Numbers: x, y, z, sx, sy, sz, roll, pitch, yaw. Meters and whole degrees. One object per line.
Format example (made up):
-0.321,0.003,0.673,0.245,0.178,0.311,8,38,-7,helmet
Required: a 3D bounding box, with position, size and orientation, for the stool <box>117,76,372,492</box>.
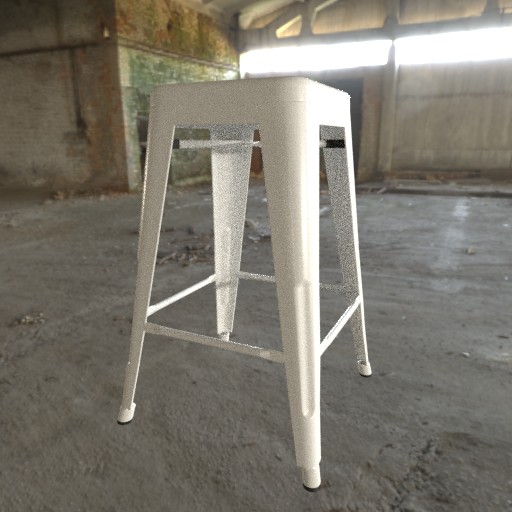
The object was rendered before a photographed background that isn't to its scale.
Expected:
0.000,0.000,0.861,0.406,0.610,0.406,7,16,25,stool
